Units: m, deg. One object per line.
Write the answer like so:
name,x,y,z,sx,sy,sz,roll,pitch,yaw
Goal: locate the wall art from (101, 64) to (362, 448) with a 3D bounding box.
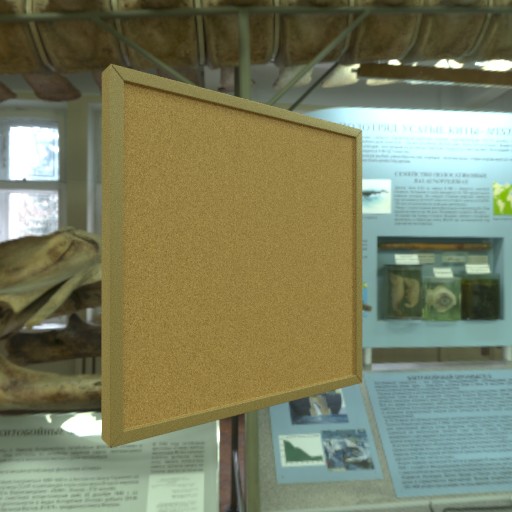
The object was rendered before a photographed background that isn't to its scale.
wall art,0.000,0.000,0.753,0.509,0.509,0.036,0,0,-37
